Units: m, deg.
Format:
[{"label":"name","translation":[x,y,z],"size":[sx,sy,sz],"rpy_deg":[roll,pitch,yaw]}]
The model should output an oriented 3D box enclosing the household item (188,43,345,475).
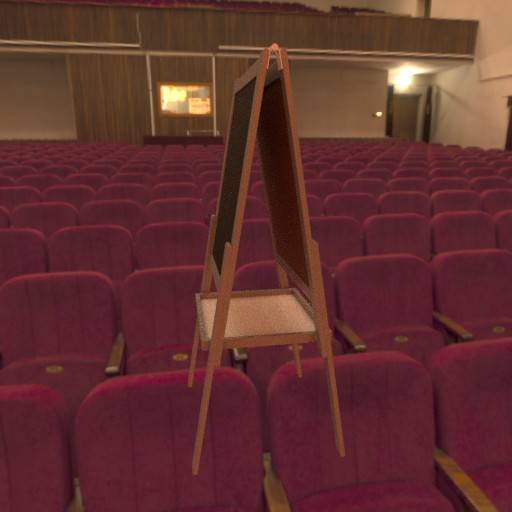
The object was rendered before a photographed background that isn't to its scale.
[{"label":"household item","translation":[0.000,0.000,1.448],"size":[0.469,1.172,0.531],"rpy_deg":[-2,14,-10]}]
